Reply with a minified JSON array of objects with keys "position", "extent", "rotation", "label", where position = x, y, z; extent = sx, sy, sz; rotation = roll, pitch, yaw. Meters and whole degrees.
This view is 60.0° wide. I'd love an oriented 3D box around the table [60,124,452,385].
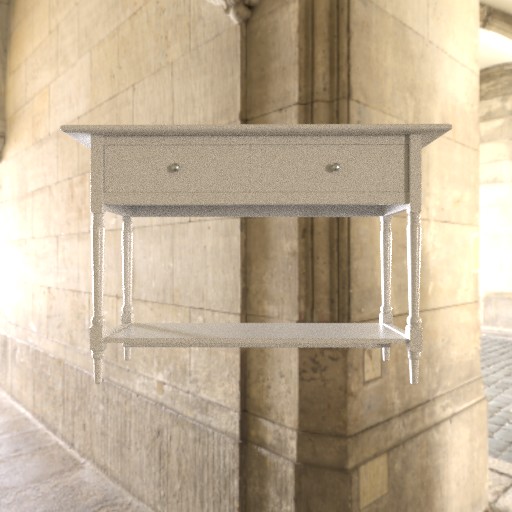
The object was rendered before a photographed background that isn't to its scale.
[{"position":[0.000,0.000,1.543],"extent":[1.197,0.808,0.384],"rotation":[0,0,1],"label":"table"}]
